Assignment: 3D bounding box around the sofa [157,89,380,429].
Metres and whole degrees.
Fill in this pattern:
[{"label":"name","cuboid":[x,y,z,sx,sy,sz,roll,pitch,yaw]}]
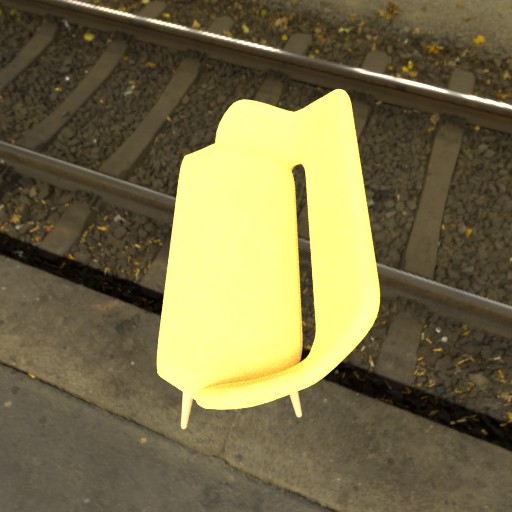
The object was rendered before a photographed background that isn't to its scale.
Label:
[{"label":"sofa","cuboid":[0.000,0.000,1.600,0.610,0.840,1.150,0,59,0]}]
